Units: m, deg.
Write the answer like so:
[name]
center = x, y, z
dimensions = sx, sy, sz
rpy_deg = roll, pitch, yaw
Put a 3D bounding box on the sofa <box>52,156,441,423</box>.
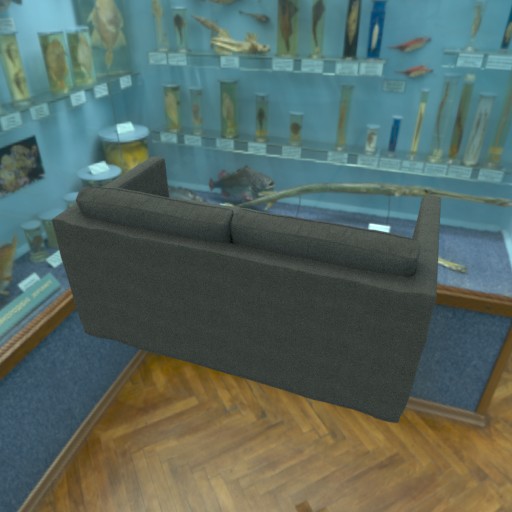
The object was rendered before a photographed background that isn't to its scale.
[sofa]
center = 0.000, 0.000, 2.411
dimensions = 1.802, 0.854, 0.974
rpy_deg = 11, 34, 17
